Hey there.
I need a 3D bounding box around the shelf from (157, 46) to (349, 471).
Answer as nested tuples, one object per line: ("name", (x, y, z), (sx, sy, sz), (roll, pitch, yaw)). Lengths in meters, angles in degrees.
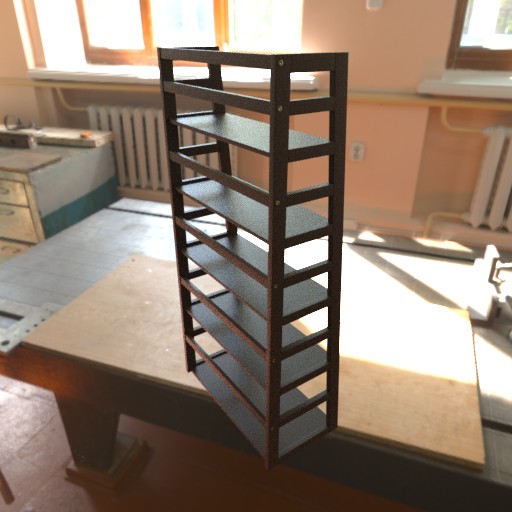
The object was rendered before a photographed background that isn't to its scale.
("shelf", (0.000, 0.000, 1.889), (0.403, 1.600, 0.763), (-17, 32, -31))
